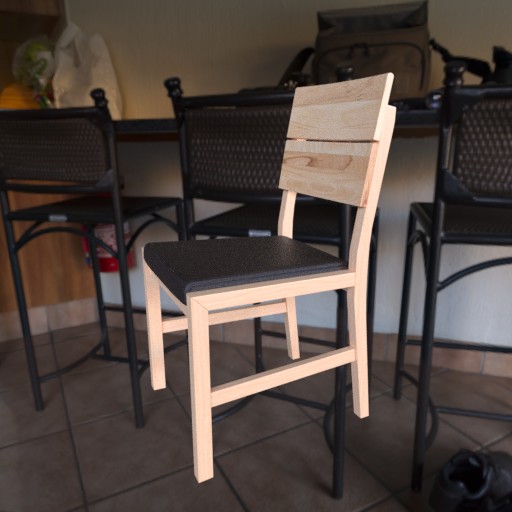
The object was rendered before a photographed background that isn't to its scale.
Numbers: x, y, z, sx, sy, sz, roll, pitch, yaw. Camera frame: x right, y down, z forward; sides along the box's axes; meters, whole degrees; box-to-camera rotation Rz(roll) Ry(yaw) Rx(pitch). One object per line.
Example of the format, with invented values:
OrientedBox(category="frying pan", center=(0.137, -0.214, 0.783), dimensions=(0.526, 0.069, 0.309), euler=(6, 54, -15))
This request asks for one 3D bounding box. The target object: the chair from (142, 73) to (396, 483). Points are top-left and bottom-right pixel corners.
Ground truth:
OrientedBox(category="chair", center=(0.000, 0.000, 1.259), dimensions=(0.560, 0.950, 0.475), euler=(-8, 17, -25))
